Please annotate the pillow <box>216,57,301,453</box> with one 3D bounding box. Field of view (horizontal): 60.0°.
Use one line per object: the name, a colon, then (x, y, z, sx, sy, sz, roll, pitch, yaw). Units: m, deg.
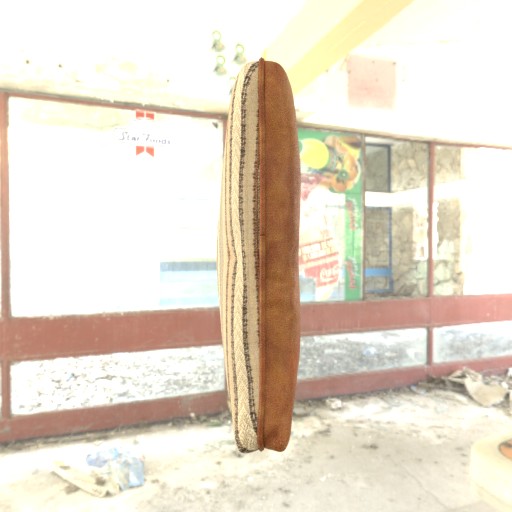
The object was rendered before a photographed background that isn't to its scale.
pillow: (0.000, 0.000, 0.756, 0.130, 0.490, 0.489, 0, 1, 0)
